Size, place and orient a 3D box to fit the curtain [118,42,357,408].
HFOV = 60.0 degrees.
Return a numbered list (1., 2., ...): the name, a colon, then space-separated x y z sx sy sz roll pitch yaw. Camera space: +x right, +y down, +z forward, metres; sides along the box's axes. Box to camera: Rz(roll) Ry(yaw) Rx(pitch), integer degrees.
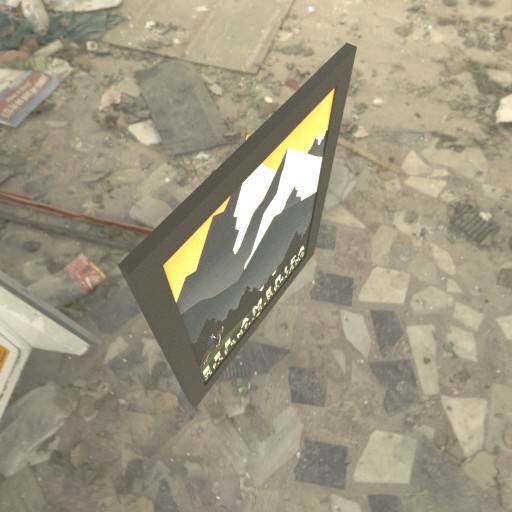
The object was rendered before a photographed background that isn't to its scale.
1. curtain: 0.000 0.000 0.815 0.027 0.585 0.483 31 63 18
